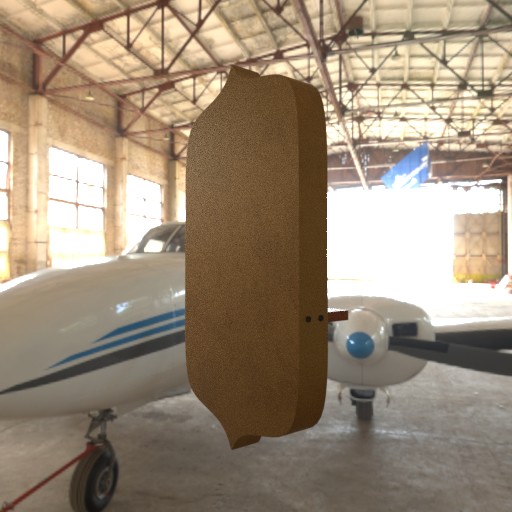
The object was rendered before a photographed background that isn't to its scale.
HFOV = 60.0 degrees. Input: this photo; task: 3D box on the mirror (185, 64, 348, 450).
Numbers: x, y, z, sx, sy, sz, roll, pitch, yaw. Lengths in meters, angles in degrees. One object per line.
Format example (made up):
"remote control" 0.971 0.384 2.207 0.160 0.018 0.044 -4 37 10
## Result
"mirror" 0.000 0.000 0.732 0.096 0.613 0.323 1 -1 -36
